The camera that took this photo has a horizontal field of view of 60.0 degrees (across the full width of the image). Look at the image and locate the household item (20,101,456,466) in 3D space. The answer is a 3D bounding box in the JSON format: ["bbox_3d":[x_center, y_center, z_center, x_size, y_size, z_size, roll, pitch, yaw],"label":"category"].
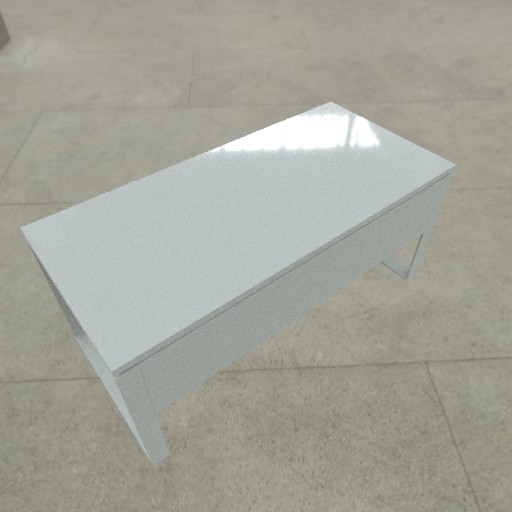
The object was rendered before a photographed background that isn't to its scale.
[{"bbox_3d":[0.000,0.000,2.135,1.700,0.745,0.800,-29,52,-26],"label":"household item"}]
